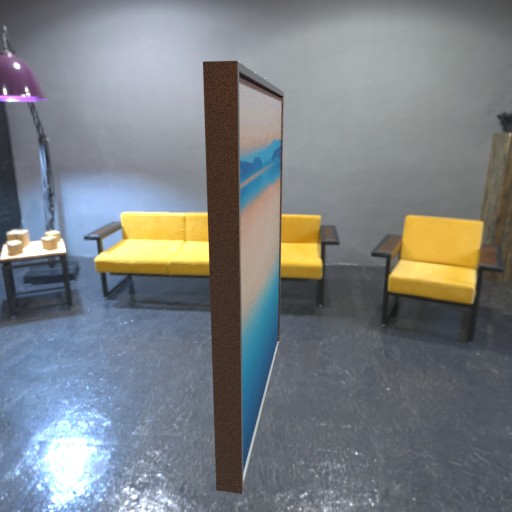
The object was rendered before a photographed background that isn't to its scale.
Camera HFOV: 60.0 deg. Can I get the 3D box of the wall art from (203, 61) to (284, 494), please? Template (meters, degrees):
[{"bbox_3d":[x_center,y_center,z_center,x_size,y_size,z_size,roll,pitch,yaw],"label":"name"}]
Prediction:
[{"bbox_3d":[0.000,0.000,0.753,0.037,0.554,0.453,3,17,9],"label":"wall art"}]
